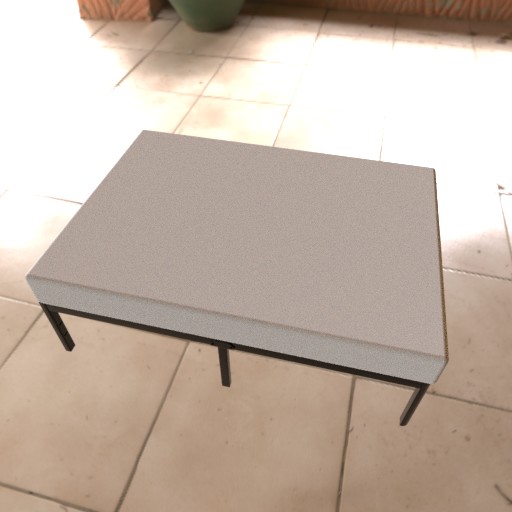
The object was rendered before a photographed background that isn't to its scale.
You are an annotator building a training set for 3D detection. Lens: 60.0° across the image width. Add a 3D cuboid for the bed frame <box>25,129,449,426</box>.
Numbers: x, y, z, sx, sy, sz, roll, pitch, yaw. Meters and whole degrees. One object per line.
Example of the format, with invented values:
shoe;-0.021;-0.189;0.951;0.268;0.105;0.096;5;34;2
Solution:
bed frame;0.000;0.000;2.657;1.956;0.659;1.408;10;47;9
